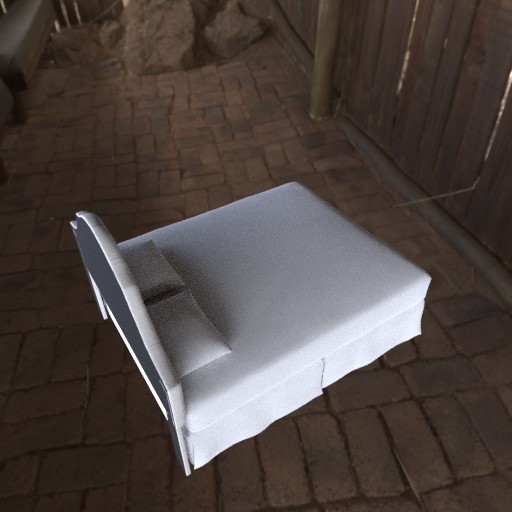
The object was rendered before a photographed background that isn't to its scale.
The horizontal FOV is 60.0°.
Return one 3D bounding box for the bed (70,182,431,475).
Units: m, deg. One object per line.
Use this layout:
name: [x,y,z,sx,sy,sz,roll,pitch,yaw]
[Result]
bed: [0.000,0.000,3.804,2.477,1.617,2.039,-23,45,-25]
